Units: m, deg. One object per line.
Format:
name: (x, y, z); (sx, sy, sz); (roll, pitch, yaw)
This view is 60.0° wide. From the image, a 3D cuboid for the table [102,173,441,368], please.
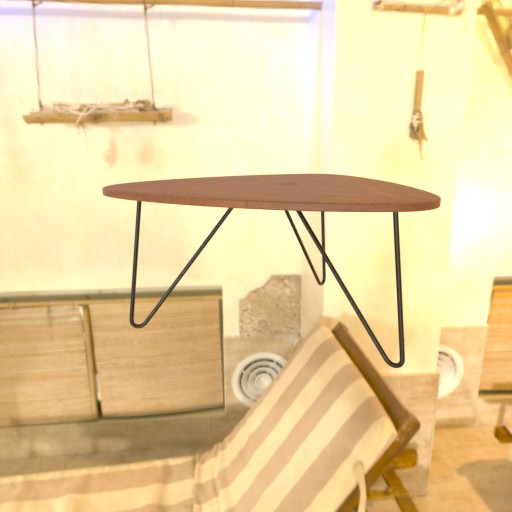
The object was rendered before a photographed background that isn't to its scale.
table: (0.000, 0.000, 1.287); (0.821, 0.413, 0.833); (-2, 15, -7)
